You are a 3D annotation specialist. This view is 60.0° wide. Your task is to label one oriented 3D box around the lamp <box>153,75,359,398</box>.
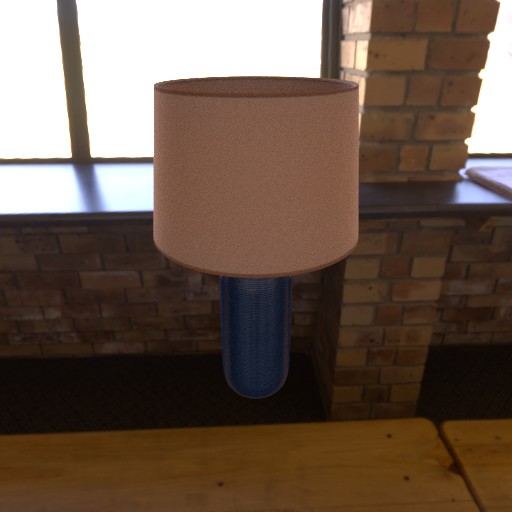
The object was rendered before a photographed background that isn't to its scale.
[{"bbox_3d":[0.000,0.000,0.834,0.367,0.609,0.367,0,26,0],"label":"lamp"}]
